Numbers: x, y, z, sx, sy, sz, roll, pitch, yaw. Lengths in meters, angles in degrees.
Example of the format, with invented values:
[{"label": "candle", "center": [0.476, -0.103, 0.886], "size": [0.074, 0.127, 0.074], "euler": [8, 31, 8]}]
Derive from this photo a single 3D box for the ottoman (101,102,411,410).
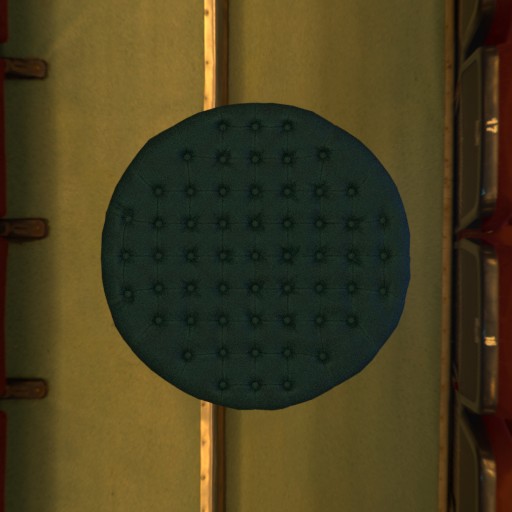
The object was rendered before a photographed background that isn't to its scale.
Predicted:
[{"label": "ottoman", "center": [0.000, 0.000, 1.535], "size": [0.998, 0.398, 0.998], "euler": [0, 90, 0]}]
